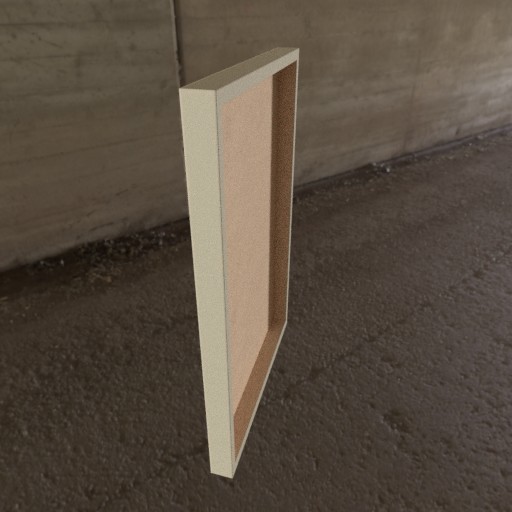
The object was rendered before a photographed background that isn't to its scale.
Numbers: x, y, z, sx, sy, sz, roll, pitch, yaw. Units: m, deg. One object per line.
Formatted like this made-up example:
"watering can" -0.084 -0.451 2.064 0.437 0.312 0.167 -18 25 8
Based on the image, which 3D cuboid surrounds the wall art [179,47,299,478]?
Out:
"wall art" 0.000 0.000 0.755 0.038 0.608 0.418 8 31 14
